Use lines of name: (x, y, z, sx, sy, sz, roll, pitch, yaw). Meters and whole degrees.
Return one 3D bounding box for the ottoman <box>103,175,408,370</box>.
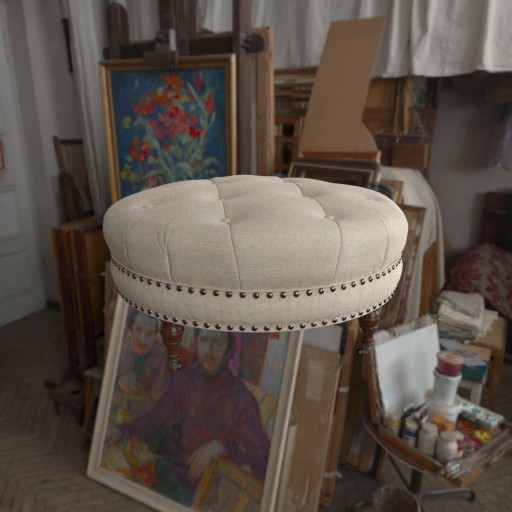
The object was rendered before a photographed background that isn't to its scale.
ottoman: (0.000, 0.000, 1.464, 0.940, 0.483, 0.940, 0, 17, 0)
